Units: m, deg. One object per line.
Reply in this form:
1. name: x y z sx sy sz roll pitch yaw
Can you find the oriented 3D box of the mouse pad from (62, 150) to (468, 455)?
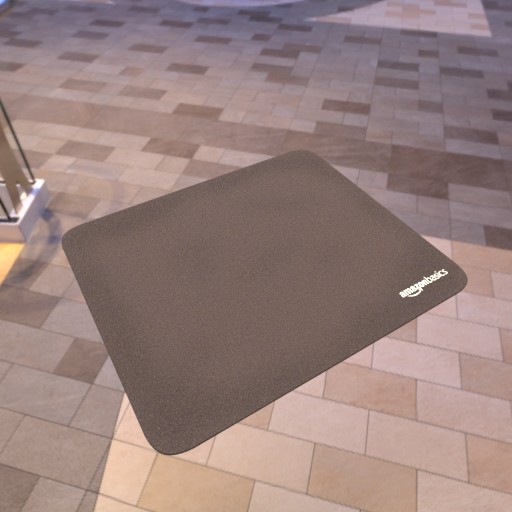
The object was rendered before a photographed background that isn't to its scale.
1. mouse pad: 0.000 0.000 0.430 0.315 0.002 0.269 -24 50 -21
